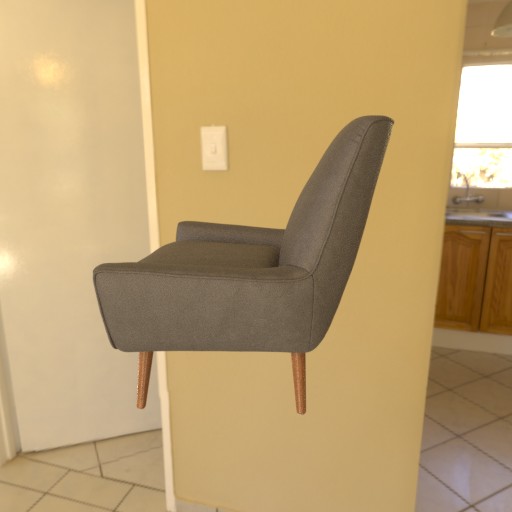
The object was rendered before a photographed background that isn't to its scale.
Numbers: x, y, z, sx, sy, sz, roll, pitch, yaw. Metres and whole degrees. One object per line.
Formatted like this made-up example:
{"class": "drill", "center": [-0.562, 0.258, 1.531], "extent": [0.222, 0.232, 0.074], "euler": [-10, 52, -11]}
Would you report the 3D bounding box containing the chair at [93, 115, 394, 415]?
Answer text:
{"class": "chair", "center": [0.000, 0.000, 1.505], "extent": [0.822, 0.888, 0.787], "euler": [2, 14, 8]}
